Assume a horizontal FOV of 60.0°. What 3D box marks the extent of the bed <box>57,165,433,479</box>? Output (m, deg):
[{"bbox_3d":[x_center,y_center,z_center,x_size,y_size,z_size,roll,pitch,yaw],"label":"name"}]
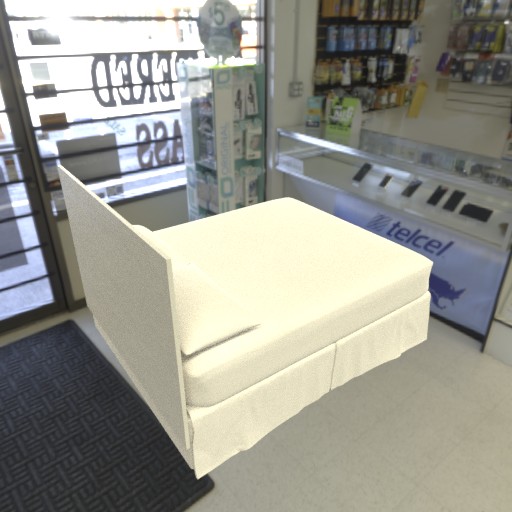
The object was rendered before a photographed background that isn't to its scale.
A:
[{"bbox_3d":[0.000,0.000,3.198,2.094,1.335,1.745,-19,33,-31],"label":"bed"}]
